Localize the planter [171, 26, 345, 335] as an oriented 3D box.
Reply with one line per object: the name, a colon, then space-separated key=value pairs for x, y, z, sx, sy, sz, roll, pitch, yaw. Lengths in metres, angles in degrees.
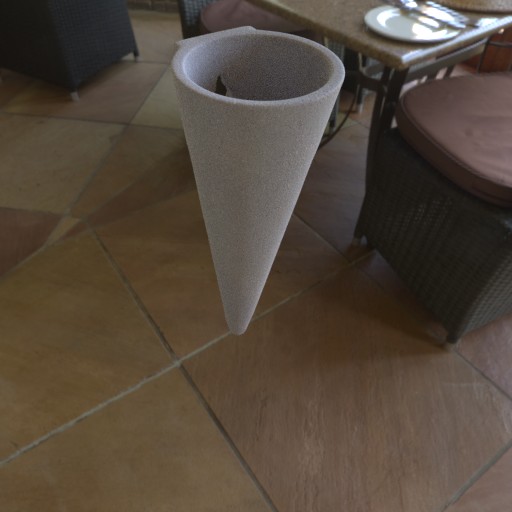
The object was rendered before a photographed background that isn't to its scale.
planter: x=0.000 y=0.000 z=0.298 sx=0.078 sy=0.259 sz=0.087 roll=-24 pitch=51 yaw=-21
